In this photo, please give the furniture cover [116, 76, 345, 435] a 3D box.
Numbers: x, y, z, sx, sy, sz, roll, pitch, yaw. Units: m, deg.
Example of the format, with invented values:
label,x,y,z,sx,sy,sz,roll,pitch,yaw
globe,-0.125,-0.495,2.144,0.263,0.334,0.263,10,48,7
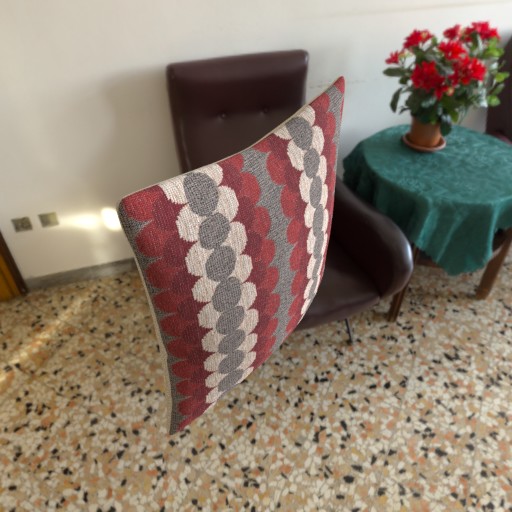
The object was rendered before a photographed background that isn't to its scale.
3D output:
label,x,y,z,sx,sy,sz,roll,pitch,yaw
furniture cover,0.000,0.000,0.660,0.145,0.420,0.435,26,47,27
